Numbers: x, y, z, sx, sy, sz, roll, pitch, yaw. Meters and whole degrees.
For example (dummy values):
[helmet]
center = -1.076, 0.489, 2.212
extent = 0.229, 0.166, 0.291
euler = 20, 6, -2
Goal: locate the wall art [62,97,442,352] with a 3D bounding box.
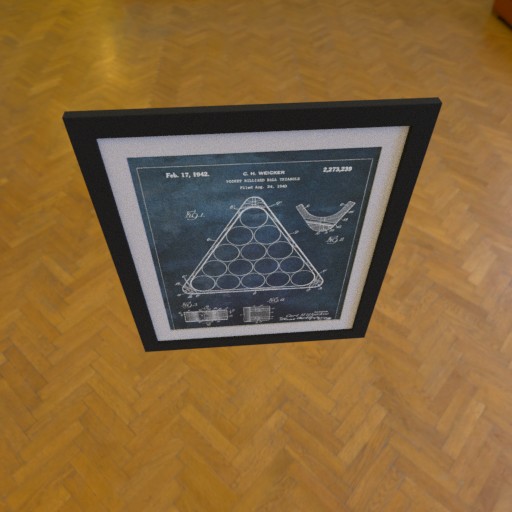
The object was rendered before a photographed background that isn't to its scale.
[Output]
[wall art]
center = 0.000, 0.000, 0.497
extent = 0.311, 0.361, 0.010
euler = -3, 48, -3
